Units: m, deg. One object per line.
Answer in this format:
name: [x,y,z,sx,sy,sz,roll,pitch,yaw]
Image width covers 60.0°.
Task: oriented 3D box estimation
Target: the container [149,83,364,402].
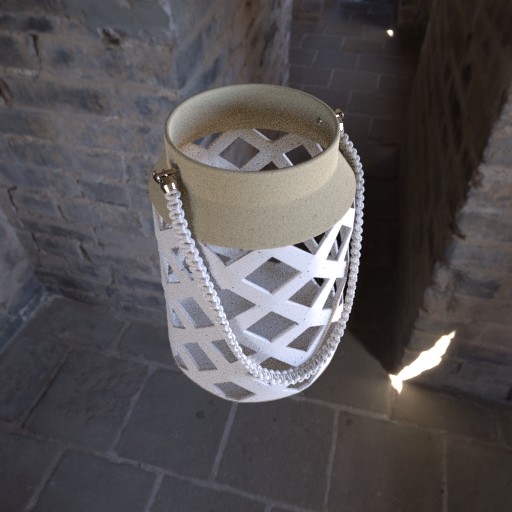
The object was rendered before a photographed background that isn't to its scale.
container: [0.000,0.000,0.407,0.188,0.264,0.198,-24,51,-22]
